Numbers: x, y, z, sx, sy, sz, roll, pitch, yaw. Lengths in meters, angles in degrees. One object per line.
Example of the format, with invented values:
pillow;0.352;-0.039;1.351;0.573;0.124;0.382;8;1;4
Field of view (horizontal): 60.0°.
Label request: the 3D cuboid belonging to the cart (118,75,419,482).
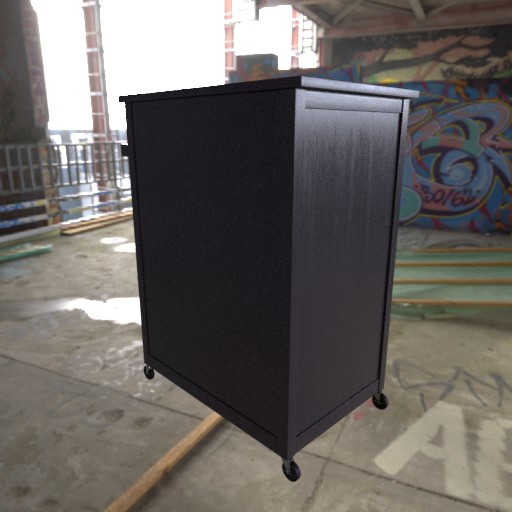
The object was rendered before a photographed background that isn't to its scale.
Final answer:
cart;0.000;0.000;1.274;0.449;0.878;0.690;-15;22;-42
